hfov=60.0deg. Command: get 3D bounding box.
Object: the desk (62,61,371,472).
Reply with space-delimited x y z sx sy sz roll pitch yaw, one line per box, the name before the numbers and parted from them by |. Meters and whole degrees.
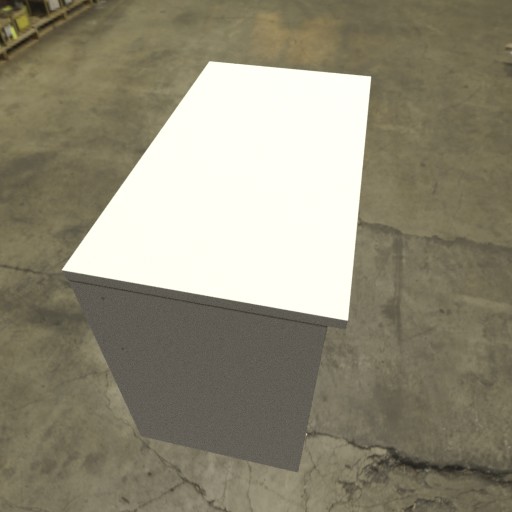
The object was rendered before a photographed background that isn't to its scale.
desk | 0.000 0.000 1.305 0.498 0.729 0.900 9 47 9
